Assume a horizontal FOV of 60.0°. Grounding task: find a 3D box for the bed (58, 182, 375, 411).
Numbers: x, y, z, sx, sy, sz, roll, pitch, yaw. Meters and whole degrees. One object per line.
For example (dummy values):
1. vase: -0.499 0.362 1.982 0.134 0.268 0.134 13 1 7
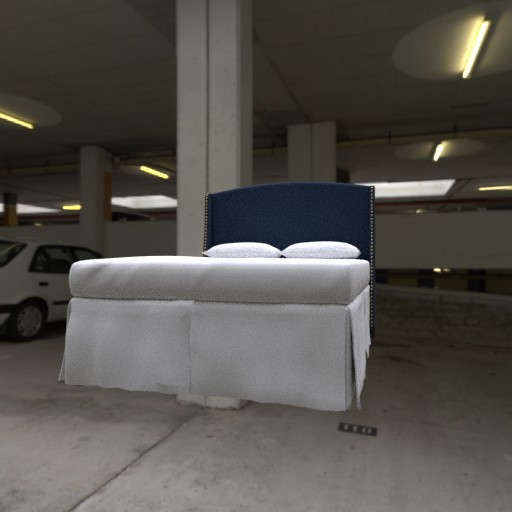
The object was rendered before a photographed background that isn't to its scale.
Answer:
1. bed: 0.000 0.000 3.193 1.604 1.402 2.223 0 -1 17
